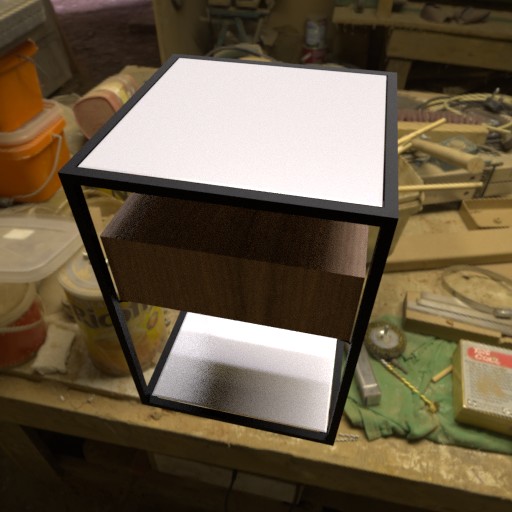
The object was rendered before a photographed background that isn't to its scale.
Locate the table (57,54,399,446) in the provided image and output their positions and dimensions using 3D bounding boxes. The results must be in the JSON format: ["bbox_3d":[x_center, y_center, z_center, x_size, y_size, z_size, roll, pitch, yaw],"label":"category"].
[{"bbox_3d":[0.000,0.000,0.793,0.378,0.540,0.378,9,45,9],"label":"table"}]
